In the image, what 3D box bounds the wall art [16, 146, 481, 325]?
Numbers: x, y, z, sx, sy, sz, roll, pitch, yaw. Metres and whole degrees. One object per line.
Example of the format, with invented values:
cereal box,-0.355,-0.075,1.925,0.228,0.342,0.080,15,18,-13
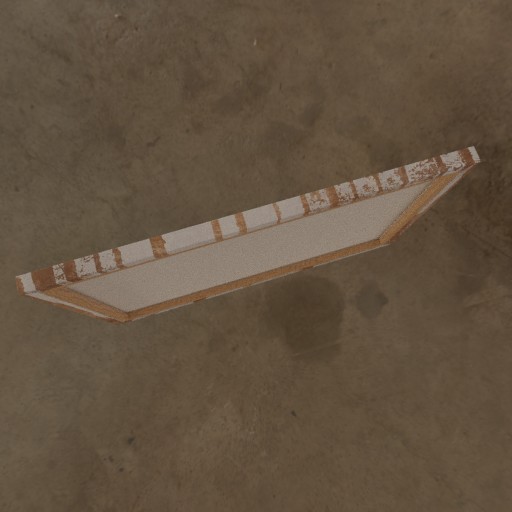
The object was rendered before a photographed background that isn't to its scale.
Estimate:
wall art,0.000,0.000,1.138,0.914,0.609,0.035,-16,77,-4
